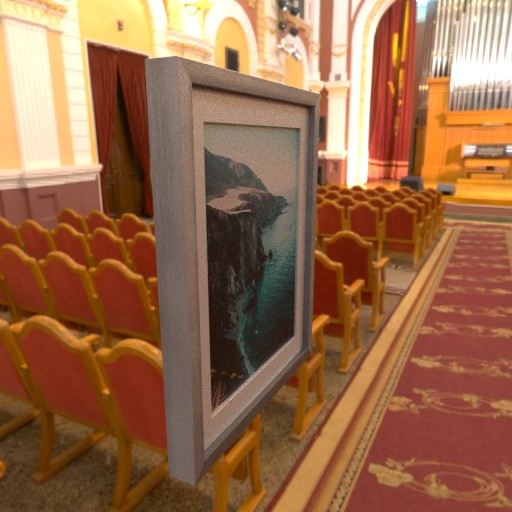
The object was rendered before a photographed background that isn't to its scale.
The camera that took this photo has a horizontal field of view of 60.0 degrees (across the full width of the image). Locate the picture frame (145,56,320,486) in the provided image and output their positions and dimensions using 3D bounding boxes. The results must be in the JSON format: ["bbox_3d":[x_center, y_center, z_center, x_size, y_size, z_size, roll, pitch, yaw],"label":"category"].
[{"bbox_3d":[0.000,0.000,0.751,0.046,0.555,0.449,8,16,27],"label":"picture frame"}]
